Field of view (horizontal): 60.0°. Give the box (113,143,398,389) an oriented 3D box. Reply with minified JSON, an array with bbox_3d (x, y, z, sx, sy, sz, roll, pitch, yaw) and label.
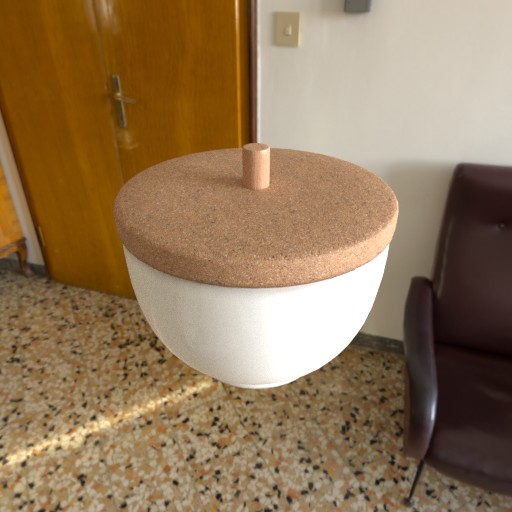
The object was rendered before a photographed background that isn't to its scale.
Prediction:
[{"bbox_3d":[0.000,0.000,0.187,0.107,0.094,0.107,0,31,0],"label":"box"}]
